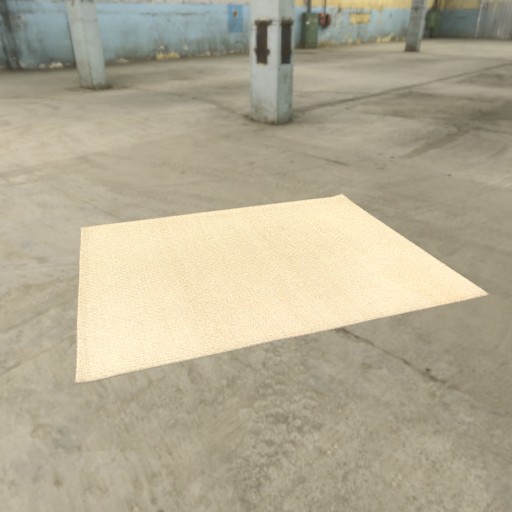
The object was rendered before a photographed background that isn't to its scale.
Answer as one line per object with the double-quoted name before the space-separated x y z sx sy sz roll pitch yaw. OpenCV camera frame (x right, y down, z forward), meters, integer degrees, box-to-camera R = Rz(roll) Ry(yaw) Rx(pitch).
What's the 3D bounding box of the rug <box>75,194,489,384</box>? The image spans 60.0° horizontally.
"rug" 0.000 0.000 3.830 2.897 0.035 2.277 -9 29 -16
